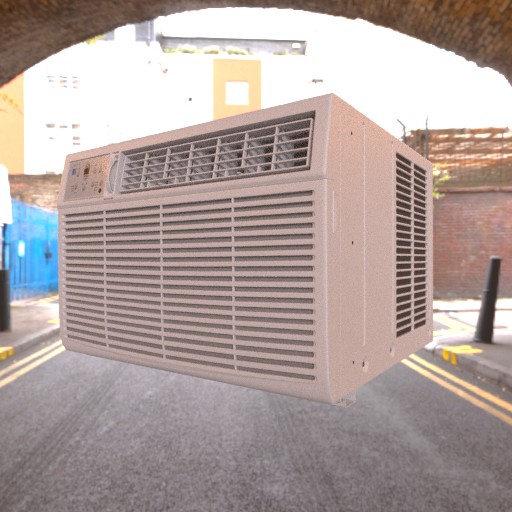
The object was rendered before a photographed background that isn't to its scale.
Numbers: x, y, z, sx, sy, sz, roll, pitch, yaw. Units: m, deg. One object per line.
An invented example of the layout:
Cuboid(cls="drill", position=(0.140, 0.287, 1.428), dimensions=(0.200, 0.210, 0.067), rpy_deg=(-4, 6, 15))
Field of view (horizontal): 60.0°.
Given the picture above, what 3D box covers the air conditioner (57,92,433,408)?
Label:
Cuboid(cls="air conditioner", position=(0.000, 0.000, 1.023), dimensions=(0.645, 0.455, 0.599), rpy_deg=(0, 0, 35))
